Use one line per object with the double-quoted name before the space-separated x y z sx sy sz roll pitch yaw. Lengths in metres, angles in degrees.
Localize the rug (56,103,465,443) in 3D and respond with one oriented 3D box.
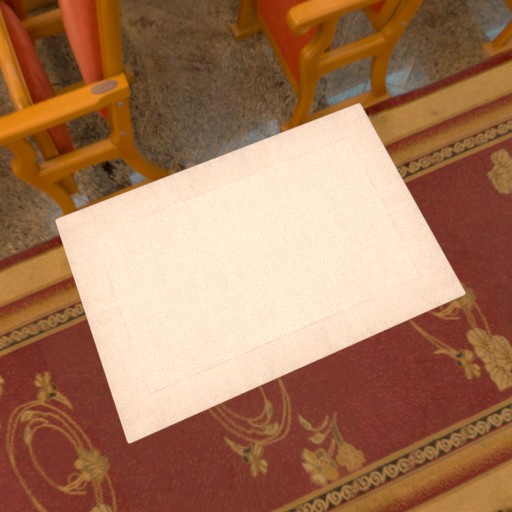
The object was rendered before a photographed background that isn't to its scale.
"rug" 0.000 0.000 2.330 1.829 0.013 1.219 -22 76 -6
